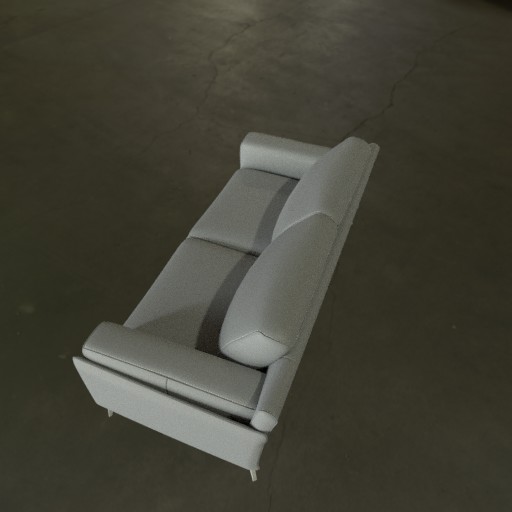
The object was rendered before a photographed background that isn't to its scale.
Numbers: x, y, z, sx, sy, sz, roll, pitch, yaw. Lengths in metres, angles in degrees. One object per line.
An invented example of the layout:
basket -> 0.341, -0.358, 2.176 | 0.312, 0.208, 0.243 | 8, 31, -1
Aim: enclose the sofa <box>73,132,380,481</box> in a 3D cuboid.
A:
sofa -> 0.000, 0.000, 2.598 | 0.969, 0.900, 2.100 | 16, 48, 15
